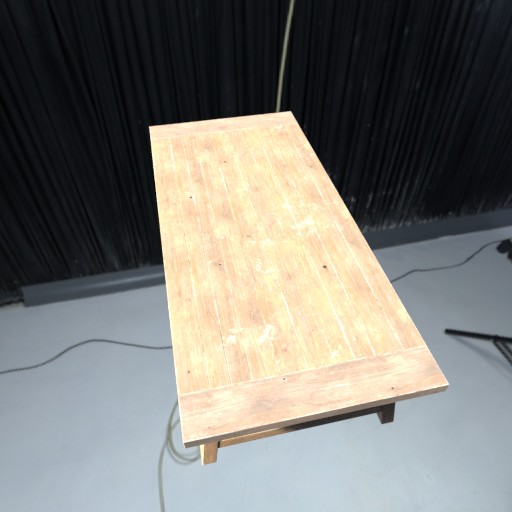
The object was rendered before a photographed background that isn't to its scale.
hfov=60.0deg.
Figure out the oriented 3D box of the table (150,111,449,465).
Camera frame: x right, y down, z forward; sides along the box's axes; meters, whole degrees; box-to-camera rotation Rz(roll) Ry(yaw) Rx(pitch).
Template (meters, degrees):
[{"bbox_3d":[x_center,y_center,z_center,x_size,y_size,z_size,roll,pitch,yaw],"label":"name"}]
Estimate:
[{"bbox_3d":[0.000,0.000,2.087,0.820,0.465,1.800,-9,46,-9],"label":"table"}]
